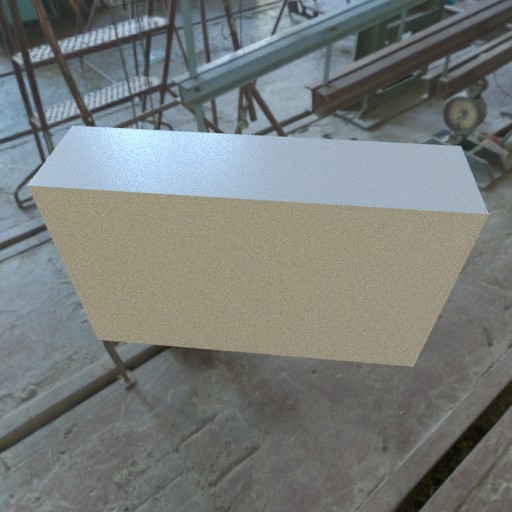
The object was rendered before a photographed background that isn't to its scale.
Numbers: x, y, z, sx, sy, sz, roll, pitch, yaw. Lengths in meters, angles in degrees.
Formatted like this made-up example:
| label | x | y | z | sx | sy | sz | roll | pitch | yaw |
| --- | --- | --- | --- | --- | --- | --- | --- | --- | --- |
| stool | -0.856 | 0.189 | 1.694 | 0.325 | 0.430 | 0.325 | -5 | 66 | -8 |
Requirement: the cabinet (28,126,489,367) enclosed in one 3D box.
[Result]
| label | x | y | z | sx | sy | sz | roll | pitch | yaw |
| --- | --- | --- | --- | --- | --- | --- | --- | --- | --- |
| cabinet | 0.000 | 0.000 | 1.842 | 1.450 | 0.900 | 0.380 | 4 | 46 | 4 |
